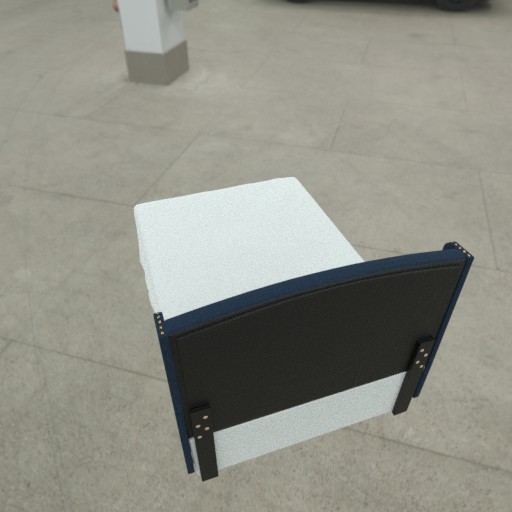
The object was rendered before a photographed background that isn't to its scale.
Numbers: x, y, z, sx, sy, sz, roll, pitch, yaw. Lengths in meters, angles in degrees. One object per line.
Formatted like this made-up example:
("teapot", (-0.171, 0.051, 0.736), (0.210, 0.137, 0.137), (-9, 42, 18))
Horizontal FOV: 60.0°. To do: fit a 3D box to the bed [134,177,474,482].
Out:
("bed", (0.000, 0.000, 3.201), (1.604, 1.402, 2.223), (-12, 42, -14))
